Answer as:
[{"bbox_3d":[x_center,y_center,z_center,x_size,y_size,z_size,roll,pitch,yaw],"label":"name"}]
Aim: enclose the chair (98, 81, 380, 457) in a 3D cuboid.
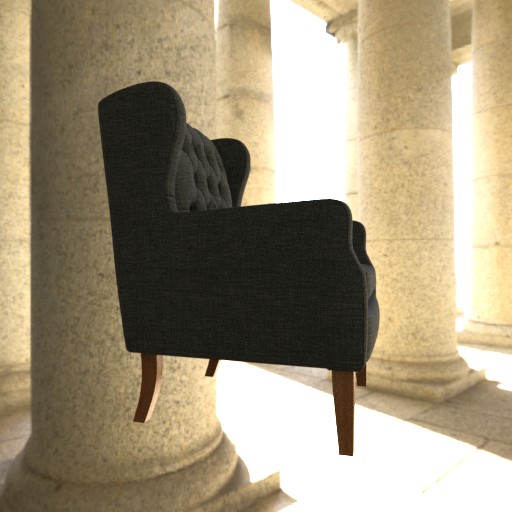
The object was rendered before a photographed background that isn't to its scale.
[{"bbox_3d":[0.000,0.000,1.446,0.775,0.953,0.711,0,0,17],"label":"chair"}]
